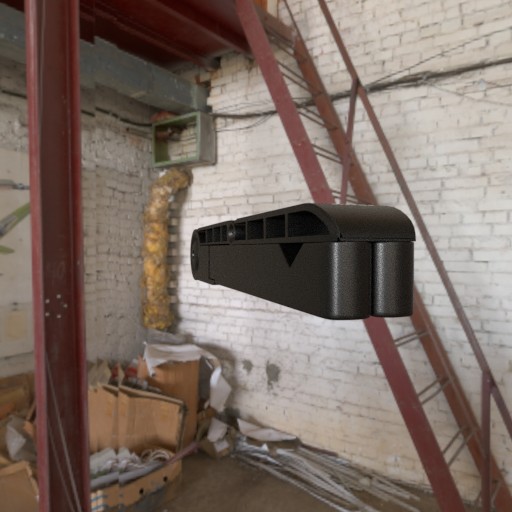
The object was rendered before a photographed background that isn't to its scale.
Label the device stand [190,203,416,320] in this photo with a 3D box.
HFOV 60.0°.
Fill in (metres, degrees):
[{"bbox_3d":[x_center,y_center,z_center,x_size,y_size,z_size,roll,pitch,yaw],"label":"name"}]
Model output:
[{"bbox_3d":[0.000,0.000,0.188,0.026,0.030,0.179,0,1,-19],"label":"device stand"}]
